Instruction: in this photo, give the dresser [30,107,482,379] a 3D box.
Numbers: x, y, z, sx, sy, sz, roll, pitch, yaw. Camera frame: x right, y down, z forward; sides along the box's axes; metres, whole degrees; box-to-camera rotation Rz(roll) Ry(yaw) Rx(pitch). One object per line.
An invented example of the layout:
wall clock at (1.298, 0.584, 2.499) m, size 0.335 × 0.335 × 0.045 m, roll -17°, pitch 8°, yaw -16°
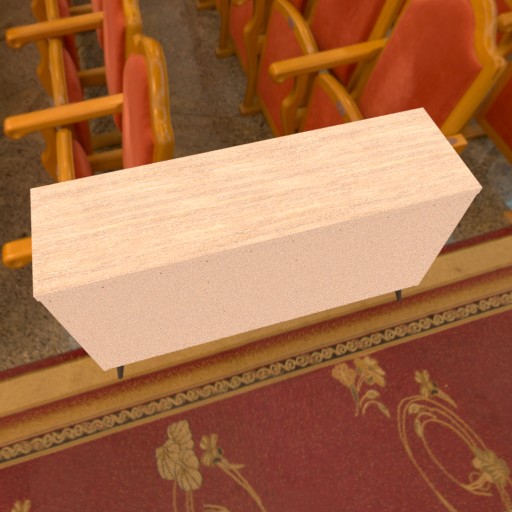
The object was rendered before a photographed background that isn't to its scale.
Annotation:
dresser at (0.000, 0.000, 1.946) m, size 1.524 × 0.914 × 0.457 m, roll -14°, pitch 59°, yaw -9°
